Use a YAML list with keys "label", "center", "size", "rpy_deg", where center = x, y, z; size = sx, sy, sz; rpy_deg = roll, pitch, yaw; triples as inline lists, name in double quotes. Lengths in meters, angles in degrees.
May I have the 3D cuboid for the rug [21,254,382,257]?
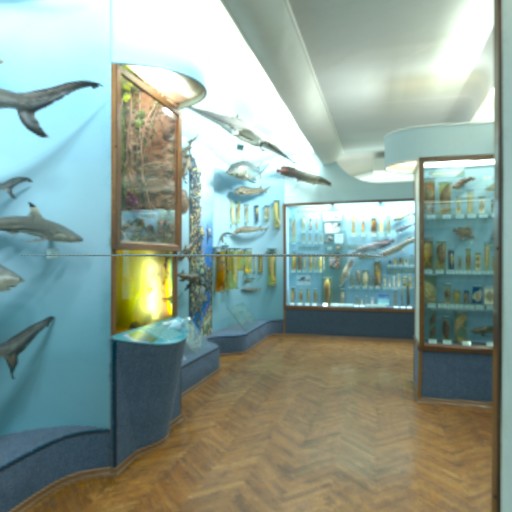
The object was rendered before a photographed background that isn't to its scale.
- label: "rug"
  center: [0.000, 0.000, 3.687]
  size: [1.982, 0.006, 2.895]
  rpy_deg: [0, 0, 18]
